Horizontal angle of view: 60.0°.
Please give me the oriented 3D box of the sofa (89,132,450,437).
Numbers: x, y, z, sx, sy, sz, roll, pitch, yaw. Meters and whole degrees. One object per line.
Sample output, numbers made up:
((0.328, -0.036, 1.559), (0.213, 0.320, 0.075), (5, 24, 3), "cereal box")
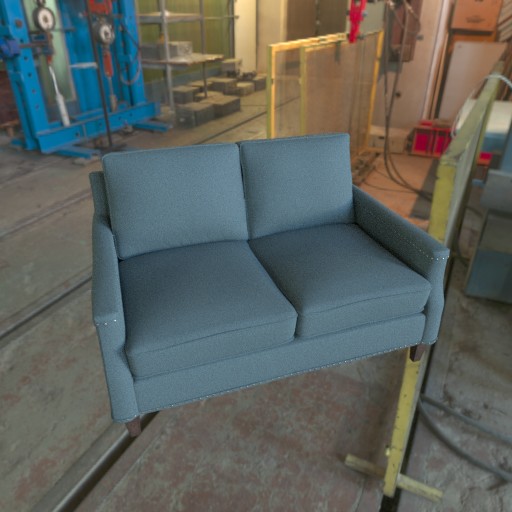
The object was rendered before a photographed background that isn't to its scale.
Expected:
((0.000, 0.000, 2.274), (1.597, 1.003, 1.084), (-10, 32, -16), "sofa")
